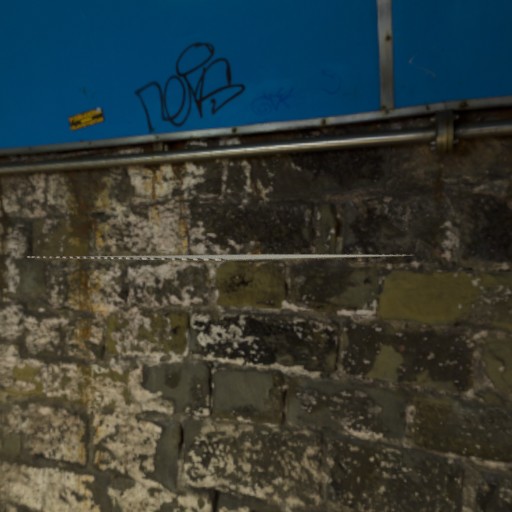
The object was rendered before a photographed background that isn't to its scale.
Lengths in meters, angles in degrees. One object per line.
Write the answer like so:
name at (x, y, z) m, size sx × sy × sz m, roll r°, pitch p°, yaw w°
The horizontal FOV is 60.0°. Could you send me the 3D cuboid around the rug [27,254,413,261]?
rug at (0.000, 0.000, 2.618) m, size 1.229 × 0.011 × 2.096 m, roll 0°, pitch 1°, yaw 36°
